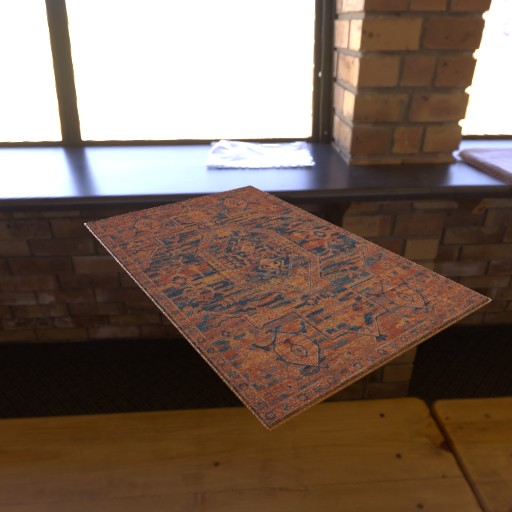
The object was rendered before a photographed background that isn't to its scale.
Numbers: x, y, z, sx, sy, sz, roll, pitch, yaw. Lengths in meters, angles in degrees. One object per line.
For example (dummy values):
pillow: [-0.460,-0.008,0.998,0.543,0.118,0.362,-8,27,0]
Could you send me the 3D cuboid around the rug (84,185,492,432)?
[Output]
rug: [0.000,0.000,2.170,1.148,0.013,1.758,-18,33,-31]
